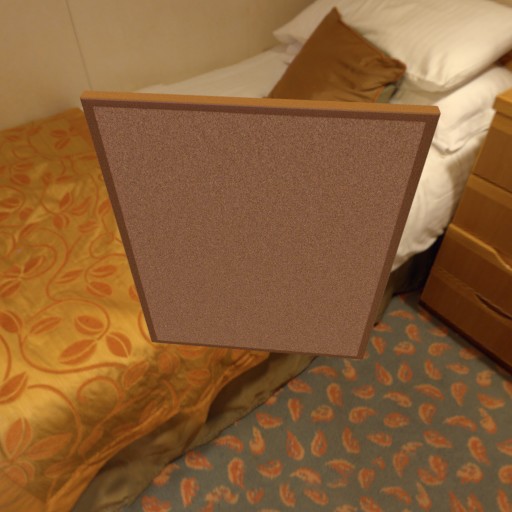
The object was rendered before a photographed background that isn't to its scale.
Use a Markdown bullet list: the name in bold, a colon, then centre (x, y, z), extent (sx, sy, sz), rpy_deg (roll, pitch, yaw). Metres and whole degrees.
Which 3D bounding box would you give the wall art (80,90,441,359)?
- **wall art**: centre (0.000, 0.000, 0.516), extent (0.310, 0.379, 0.015), rpy_deg (4, 45, 4)
